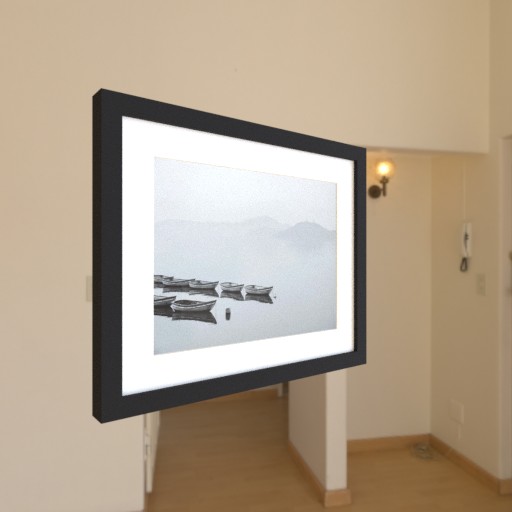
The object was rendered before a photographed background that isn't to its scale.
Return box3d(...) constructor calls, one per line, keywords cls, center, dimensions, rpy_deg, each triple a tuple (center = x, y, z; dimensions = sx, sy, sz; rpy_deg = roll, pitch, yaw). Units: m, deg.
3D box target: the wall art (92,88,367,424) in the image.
box3d(cls="wall art", center=(0.000, 0.000, 0.560), dimensions=(0.397, 0.325, 0.028), rpy_deg=(0, 0, -37))
